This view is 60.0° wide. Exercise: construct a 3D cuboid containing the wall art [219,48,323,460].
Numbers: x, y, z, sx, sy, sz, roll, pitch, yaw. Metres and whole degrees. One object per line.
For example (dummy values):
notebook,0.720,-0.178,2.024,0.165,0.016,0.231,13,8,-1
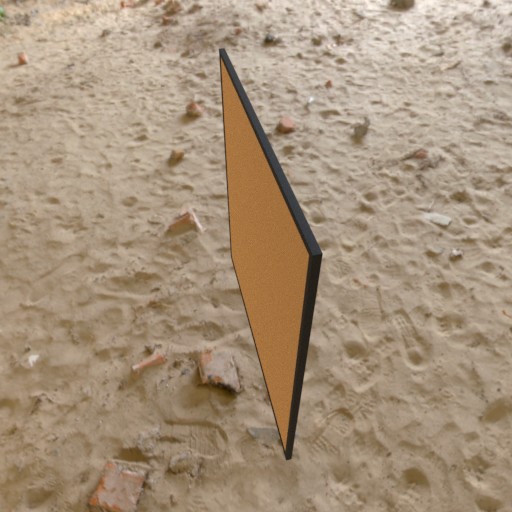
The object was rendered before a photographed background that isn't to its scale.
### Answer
wall art,0.000,0.000,0.998,0.015,0.663,0.664,-9,46,-9
